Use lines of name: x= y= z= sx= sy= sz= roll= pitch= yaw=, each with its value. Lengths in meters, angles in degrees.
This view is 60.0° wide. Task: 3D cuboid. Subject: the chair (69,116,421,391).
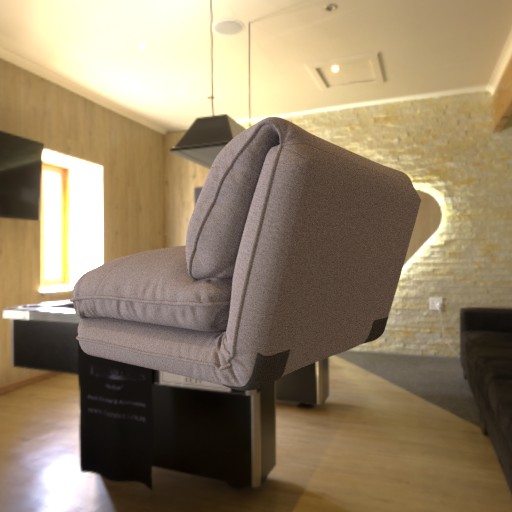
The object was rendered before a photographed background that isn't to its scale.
chair: x=0.000 y=0.000 z=1.363 sx=0.780 sy=0.580 sz=0.820 roll=0 pitch=1 yaw=36
